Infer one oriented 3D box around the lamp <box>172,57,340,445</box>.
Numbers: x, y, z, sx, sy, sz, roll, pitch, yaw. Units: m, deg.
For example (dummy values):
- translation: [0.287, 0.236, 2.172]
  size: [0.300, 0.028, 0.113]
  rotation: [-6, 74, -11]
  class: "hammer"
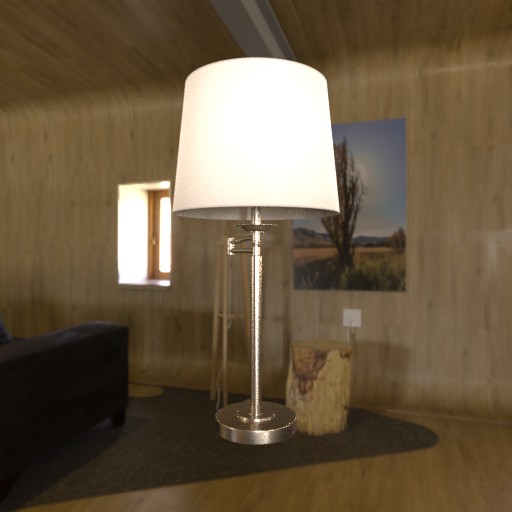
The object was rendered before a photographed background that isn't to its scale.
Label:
- translation: [0.000, 0.000, 0.895]
  size: [0.333, 0.696, 0.333]
  rotation: [0, 1, 0]
  class: "lamp"
